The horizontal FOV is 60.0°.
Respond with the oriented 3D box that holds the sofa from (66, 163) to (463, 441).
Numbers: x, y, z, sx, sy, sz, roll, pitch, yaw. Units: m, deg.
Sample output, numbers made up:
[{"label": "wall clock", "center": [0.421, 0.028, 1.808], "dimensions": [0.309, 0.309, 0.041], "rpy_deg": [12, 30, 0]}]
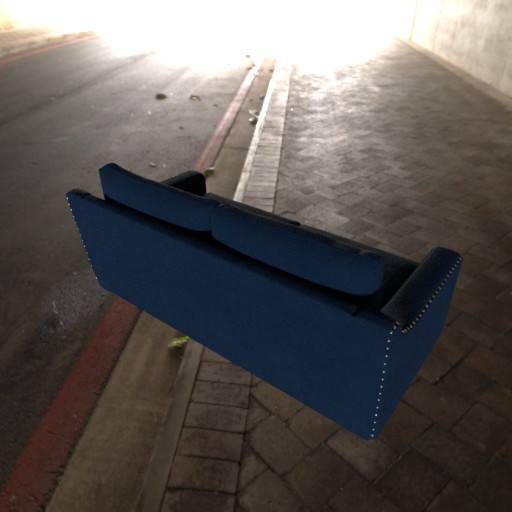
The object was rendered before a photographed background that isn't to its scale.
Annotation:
[{"label": "sofa", "center": [0.000, 0.000, 2.708], "dimensions": [2.107, 0.983, 1.104], "rpy_deg": [22, 38, 31]}]
